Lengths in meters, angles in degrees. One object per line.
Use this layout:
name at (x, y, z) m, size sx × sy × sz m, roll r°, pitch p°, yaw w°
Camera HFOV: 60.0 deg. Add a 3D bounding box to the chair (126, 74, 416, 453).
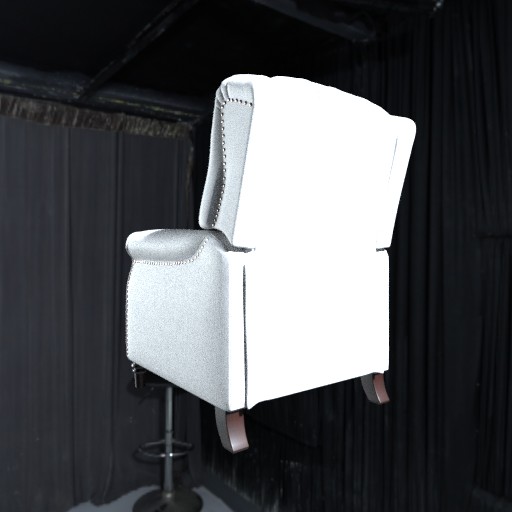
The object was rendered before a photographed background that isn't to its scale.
chair at (0.000, 0.000, 1.629) m, size 0.742 × 1.035 × 0.902 m, roll -1°, pitch 1°, yaw -37°
